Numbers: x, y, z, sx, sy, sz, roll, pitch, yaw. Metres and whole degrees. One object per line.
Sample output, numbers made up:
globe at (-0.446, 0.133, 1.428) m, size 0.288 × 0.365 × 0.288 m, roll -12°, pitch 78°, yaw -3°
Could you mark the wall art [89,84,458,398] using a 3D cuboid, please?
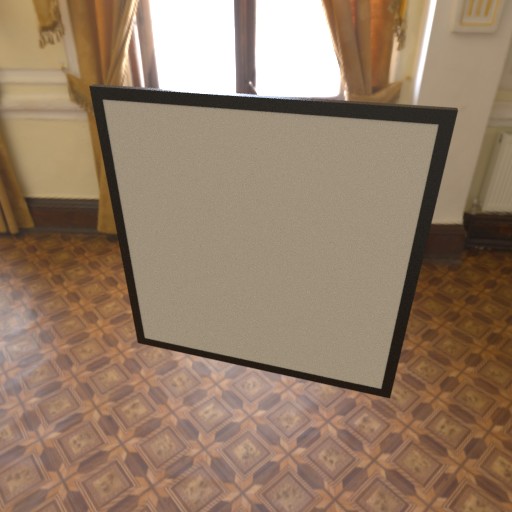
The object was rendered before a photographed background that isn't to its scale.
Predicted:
wall art at (0.000, 0.000, 1.161) m, size 0.807 × 0.807 × 0.022 m, roll 9°, pitch 33°, yaw 14°
